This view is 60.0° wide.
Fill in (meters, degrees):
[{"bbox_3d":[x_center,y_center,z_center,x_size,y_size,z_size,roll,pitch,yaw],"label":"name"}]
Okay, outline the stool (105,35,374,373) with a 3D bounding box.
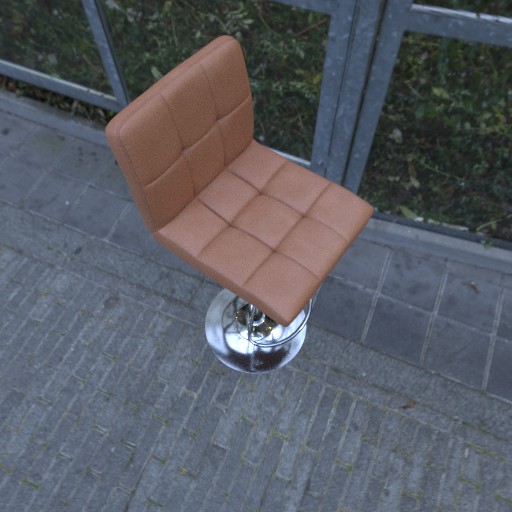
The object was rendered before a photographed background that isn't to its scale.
[{"bbox_3d":[0.000,0.000,1.385,0.505,1.115,0.430,33,64,18],"label":"stool"}]
